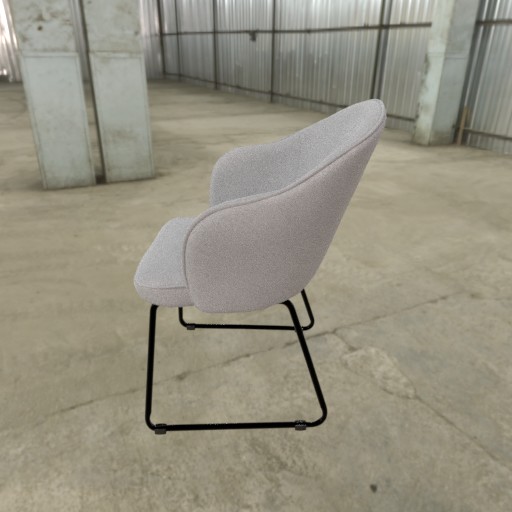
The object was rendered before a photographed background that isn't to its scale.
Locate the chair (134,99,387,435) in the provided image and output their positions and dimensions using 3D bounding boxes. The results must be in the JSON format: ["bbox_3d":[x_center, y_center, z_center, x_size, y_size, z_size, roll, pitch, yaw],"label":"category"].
[{"bbox_3d":[0.000,0.000,1.219,0.592,0.817,0.570,0,25,1],"label":"chair"}]
